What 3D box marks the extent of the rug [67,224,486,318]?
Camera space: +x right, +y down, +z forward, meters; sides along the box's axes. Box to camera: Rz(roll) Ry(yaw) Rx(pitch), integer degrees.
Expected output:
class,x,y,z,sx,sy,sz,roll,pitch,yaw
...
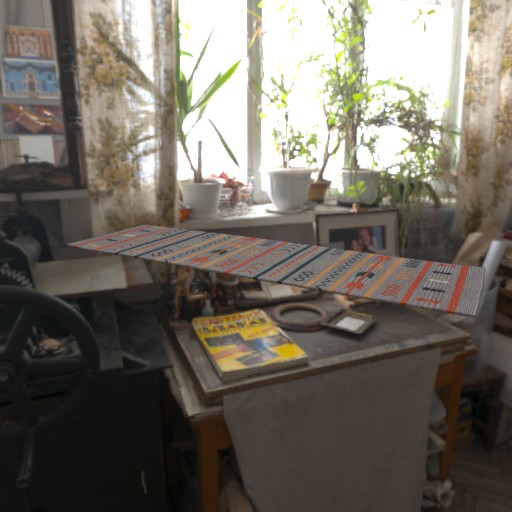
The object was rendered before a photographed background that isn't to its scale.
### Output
class,x,y,z,sx,sy,sz,roll,pitch,yaw
rug,0.000,0.000,2.629,2.419,0.022,0.744,9,18,28
